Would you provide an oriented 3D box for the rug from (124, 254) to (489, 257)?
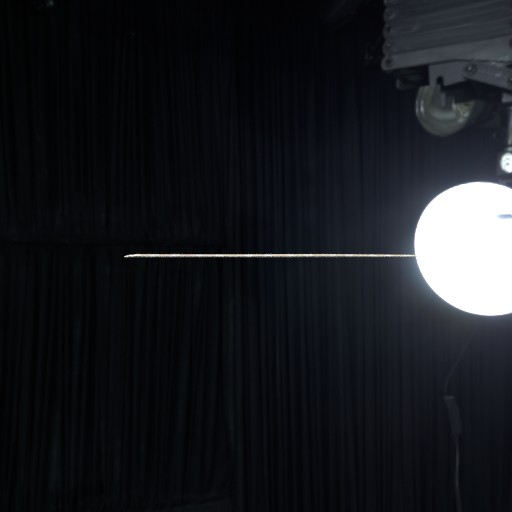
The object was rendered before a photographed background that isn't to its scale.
[{"bbox_3d":[0.000,0.000,2.747,1.524,0.013,2.135,0,0,-18],"label":"rug"}]
